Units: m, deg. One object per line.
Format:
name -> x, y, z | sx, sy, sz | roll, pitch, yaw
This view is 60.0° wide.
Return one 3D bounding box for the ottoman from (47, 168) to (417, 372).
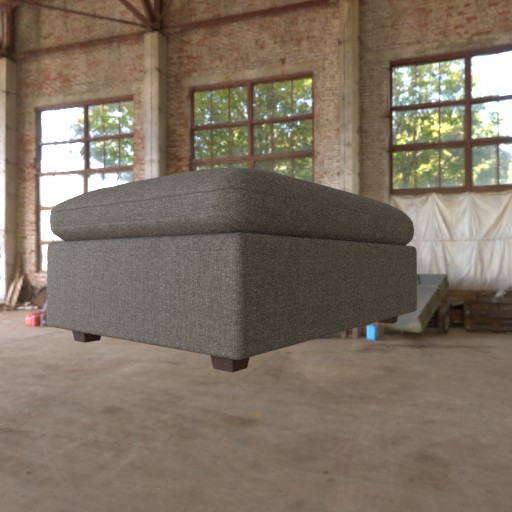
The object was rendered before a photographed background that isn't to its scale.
ottoman -> 0.000, 0.000, 1.441 | 0.711, 0.483, 1.041 | 0, -1, 38
